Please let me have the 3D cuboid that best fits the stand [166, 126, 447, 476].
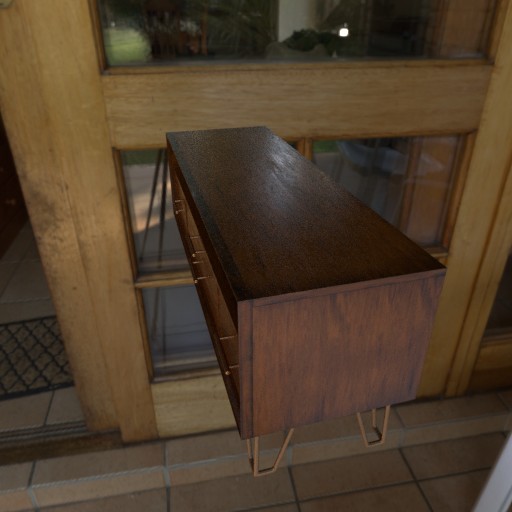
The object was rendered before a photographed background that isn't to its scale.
[{"bbox_3d":[0.000,0.000,1.631,0.481,0.610,1.372,-8,30,-14],"label":"stand"}]
